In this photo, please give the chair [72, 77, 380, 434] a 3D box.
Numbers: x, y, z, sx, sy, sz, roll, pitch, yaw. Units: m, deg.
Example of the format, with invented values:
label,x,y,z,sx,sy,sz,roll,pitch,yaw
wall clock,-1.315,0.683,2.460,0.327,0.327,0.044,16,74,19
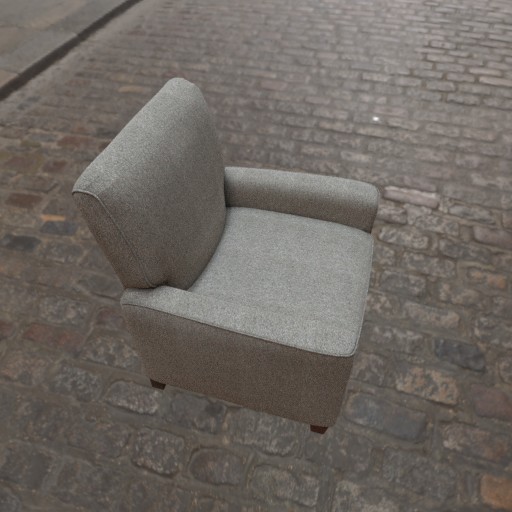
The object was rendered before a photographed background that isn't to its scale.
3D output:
label,x,y,z,sx,sy,sz,roll,pitch,yaw
chair,0.000,0.000,1.647,0.858,1.028,0.841,12,48,11
